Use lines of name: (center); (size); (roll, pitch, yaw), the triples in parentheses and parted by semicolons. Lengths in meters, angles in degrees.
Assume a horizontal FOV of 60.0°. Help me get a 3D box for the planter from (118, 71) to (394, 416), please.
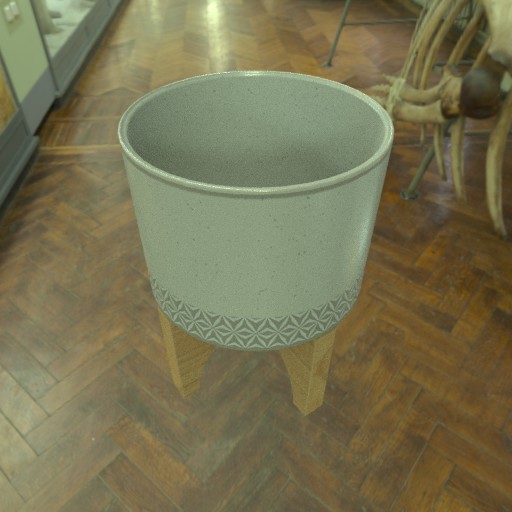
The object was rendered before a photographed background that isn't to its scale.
planter: (0.000, 0.000, 0.271); (0.130, 0.178, 0.130); (0, 41, 0)
